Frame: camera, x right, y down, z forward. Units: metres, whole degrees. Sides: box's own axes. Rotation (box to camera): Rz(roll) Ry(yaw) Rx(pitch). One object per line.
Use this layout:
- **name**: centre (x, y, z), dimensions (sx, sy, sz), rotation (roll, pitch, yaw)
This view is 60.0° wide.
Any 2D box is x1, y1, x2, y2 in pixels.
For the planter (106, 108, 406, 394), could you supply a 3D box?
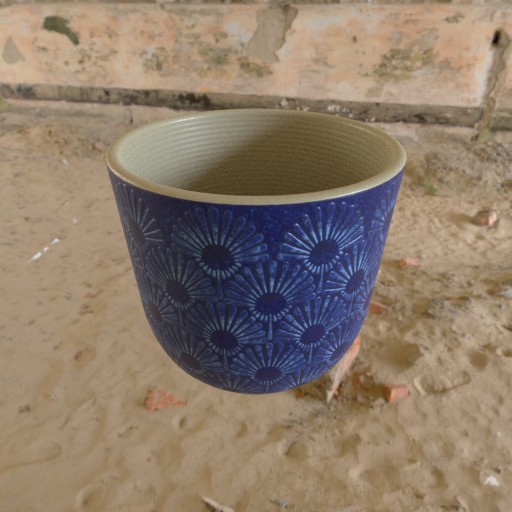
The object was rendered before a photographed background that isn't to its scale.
- **planter**: centre (0.000, 0.000, 0.364), dimensions (0.206, 0.190, 0.206), rotation (0, 31, 0)
